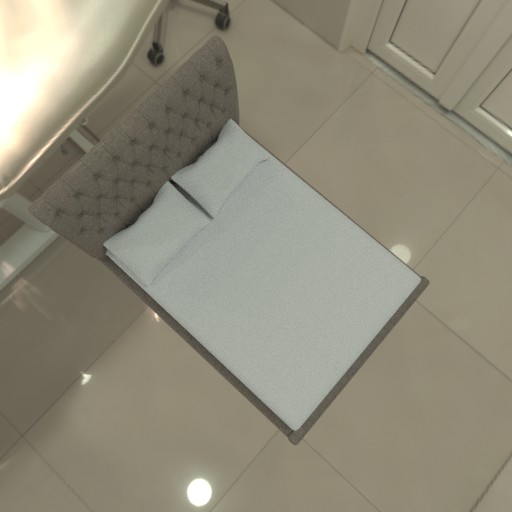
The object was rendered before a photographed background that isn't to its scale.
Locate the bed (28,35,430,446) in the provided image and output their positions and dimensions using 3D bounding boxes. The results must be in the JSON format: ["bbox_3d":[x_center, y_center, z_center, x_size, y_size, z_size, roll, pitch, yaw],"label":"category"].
[{"bbox_3d":[0.000,0.000,3.264,2.252,1.371,1.645,41,80,9],"label":"bed"}]
